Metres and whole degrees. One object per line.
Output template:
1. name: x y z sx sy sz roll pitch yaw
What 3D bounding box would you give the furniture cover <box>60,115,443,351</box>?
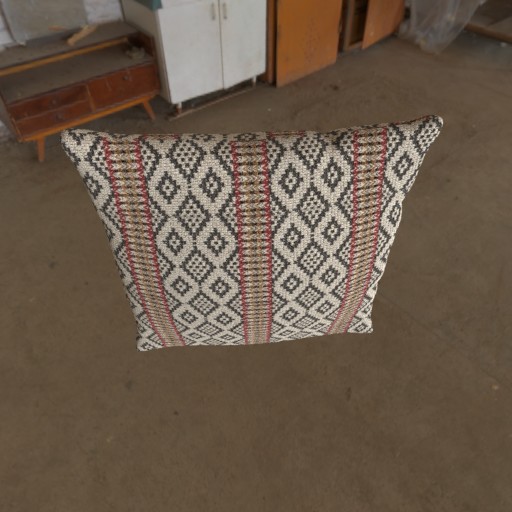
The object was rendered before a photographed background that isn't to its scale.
1. furniture cover: 0.000 0.000 0.762 0.503 0.506 0.182 -4 47 -3
